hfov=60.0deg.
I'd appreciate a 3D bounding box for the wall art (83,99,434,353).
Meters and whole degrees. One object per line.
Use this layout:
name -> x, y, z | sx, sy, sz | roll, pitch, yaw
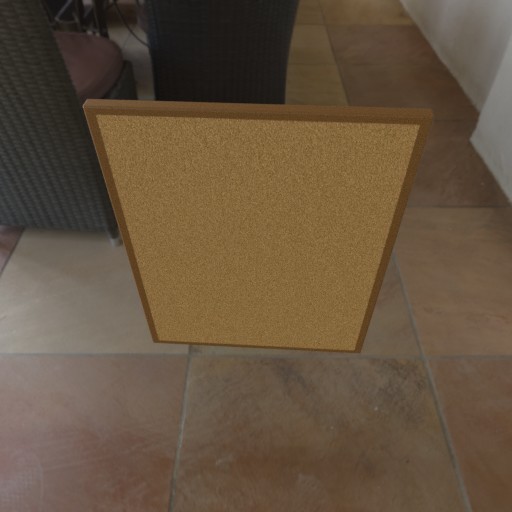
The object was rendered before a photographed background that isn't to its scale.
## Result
wall art -> 0.000, 0.000, 0.768 | 0.449, 0.550, 0.021 | 2, 46, 2
